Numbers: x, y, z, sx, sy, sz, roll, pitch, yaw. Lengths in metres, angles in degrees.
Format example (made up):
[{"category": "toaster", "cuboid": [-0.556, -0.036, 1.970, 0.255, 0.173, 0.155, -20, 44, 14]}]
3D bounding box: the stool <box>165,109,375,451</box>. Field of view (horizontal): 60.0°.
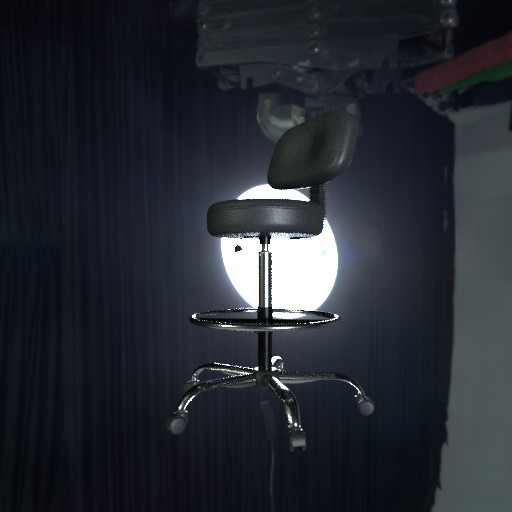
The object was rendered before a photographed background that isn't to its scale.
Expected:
[{"category": "stool", "cuboid": [0.000, 0.000, 1.525, 0.658, 1.069, 0.694, 1, -2, -36]}]
